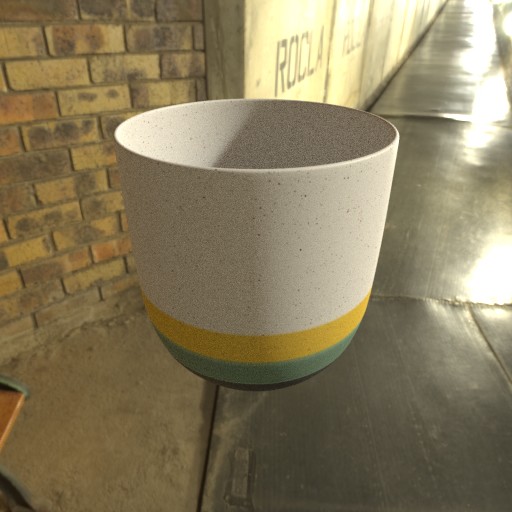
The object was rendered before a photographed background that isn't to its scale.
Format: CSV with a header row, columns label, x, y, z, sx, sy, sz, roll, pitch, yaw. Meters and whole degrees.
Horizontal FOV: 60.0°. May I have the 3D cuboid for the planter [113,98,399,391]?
label,x,y,z,sx,sy,sz,roll,pitch,yaw
planter,0.000,0.000,0.366,0.195,0.214,0.195,0,30,0
